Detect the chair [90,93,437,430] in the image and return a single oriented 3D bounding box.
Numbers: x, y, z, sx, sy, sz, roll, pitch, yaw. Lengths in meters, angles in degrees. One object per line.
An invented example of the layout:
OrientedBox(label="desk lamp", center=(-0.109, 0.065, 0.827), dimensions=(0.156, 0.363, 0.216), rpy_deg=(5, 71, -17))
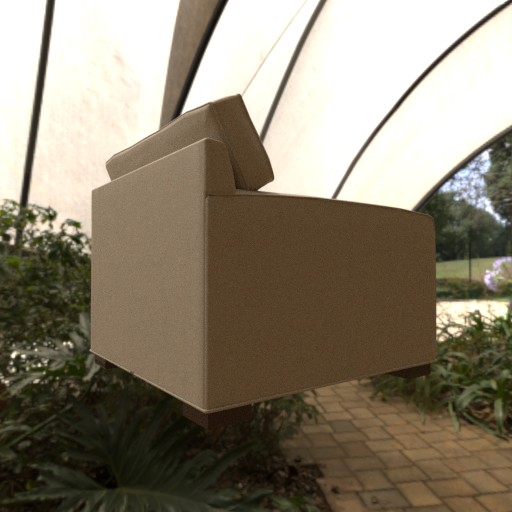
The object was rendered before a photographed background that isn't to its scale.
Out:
OrientedBox(label="chair", center=(0.000, 0.000, 1.815), dimensions=(1.043, 0.913, 0.998), rpy_deg=(1, -1, -36))
